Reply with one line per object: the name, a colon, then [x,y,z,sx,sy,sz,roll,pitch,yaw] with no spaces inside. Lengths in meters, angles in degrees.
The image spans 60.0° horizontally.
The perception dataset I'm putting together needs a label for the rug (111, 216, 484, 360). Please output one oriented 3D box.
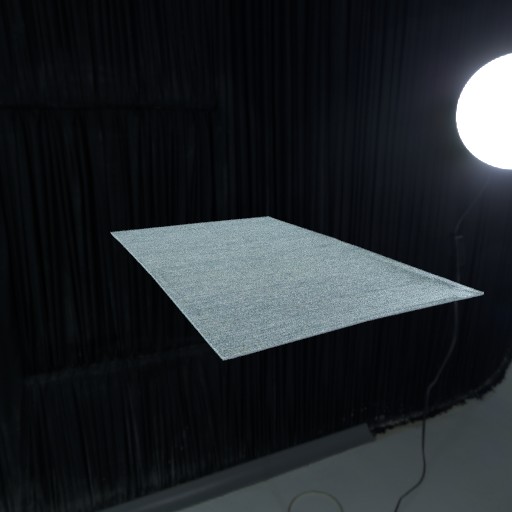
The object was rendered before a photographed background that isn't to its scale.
rug: [0.000,0.000,2.350,1.174,0.022,1.853,-8,18,-26]
